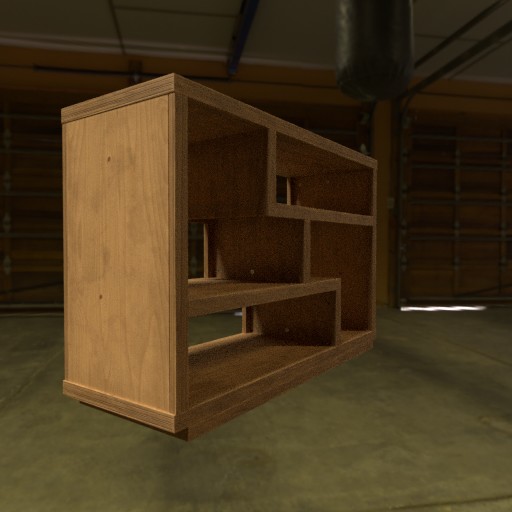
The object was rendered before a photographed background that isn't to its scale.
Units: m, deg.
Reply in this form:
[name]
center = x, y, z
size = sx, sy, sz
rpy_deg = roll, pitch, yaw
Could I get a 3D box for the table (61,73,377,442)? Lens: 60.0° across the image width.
[table]
center = 0.000, 0.000, 1.492
size = 0.410, 0.771, 1.151
rpy_deg = 1, 2, 36
